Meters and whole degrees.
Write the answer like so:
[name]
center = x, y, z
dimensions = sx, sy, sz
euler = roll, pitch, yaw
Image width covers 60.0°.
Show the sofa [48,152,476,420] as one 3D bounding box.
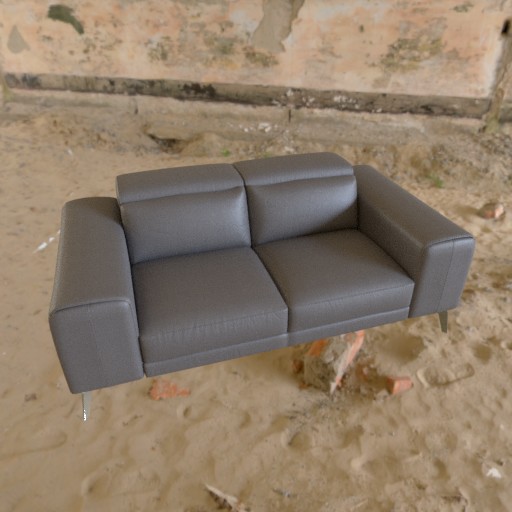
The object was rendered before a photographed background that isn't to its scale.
[sofa]
center = 0.000, 0.000, 2.368
dimensions = 1.930, 0.753, 1.024
euler = -9, 33, -15
